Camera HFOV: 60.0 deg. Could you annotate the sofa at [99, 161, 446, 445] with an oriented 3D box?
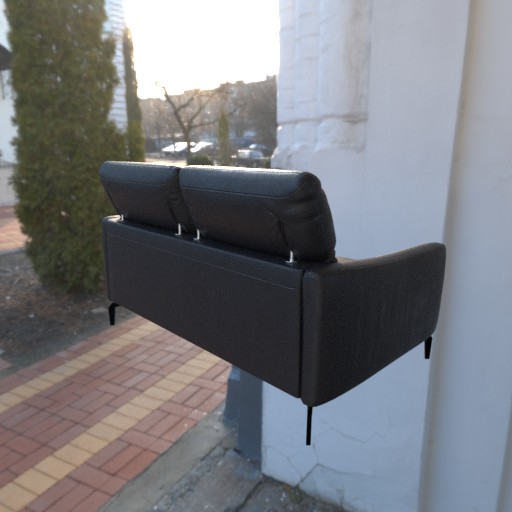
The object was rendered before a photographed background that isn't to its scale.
[{"bbox_3d":[0.000,0.000,2.220,0.958,0.920,1.596,-13,19,-42],"label":"sofa"}]
